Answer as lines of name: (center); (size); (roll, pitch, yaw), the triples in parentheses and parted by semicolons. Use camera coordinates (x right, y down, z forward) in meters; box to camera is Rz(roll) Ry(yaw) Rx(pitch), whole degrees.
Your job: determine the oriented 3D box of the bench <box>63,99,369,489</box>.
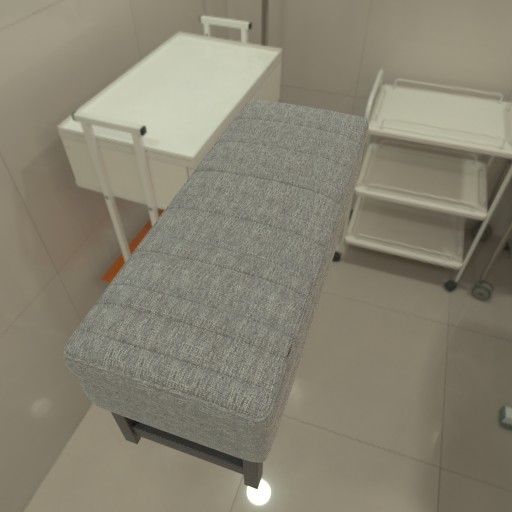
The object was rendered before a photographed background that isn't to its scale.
bench: (0.000, 0.000, 1.275); (0.429, 0.470, 1.100); (14, 48, 13)
